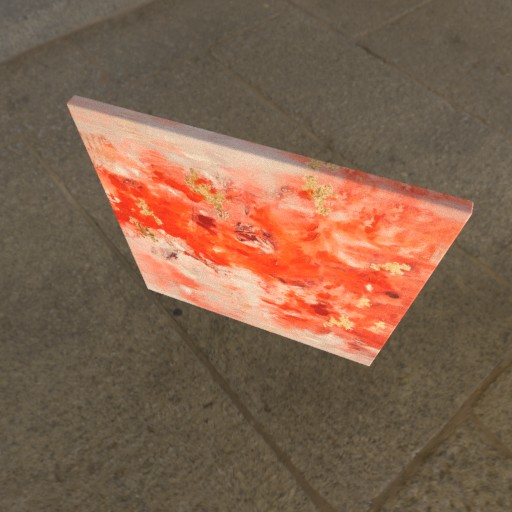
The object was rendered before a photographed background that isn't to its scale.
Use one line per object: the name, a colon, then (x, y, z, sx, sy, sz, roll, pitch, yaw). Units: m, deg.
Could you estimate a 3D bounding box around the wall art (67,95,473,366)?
wall art: (0.000, 0.000, 1.288, 0.878, 0.878, 0.066, 18, 60, 11)
